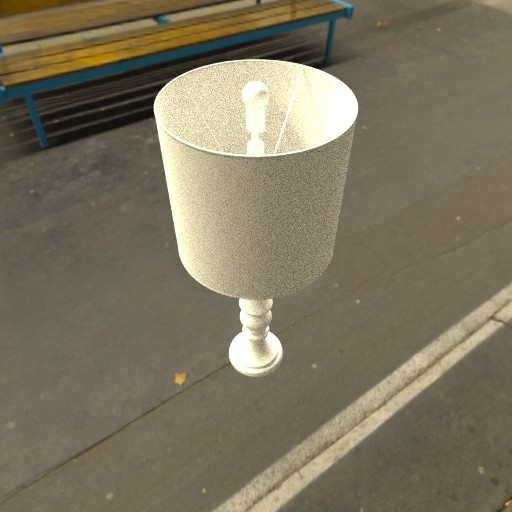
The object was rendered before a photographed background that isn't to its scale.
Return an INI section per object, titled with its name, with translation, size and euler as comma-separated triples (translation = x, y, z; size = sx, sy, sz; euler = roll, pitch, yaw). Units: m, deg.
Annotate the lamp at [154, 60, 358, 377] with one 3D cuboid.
[lamp]
translation = 0.000, 0.000, 0.747
size = 0.250, 0.597, 0.250
euler = 25, 50, 22
